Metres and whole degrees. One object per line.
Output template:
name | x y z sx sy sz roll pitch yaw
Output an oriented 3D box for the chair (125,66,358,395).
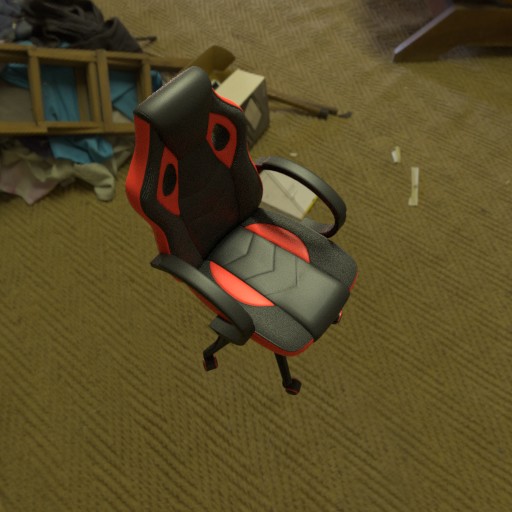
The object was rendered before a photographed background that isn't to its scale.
chair | 0.000 0.000 1.427 0.642 1.016 0.600 34 64 19
